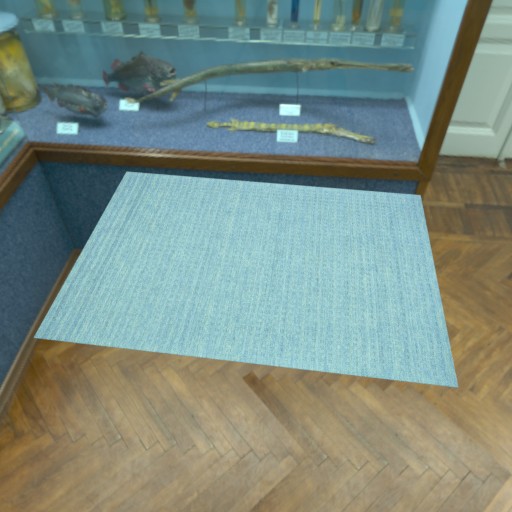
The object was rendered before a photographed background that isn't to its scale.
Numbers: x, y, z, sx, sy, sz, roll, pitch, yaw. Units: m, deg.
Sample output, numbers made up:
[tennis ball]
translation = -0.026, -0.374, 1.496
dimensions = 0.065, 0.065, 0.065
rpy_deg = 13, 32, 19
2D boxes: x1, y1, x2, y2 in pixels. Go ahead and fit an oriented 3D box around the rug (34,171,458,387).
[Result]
[rug]
translation = 0.000, 0.000, 3.668
dimensions = 2.895, 0.006, 1.982
rpy_deg = 5, 47, 5
